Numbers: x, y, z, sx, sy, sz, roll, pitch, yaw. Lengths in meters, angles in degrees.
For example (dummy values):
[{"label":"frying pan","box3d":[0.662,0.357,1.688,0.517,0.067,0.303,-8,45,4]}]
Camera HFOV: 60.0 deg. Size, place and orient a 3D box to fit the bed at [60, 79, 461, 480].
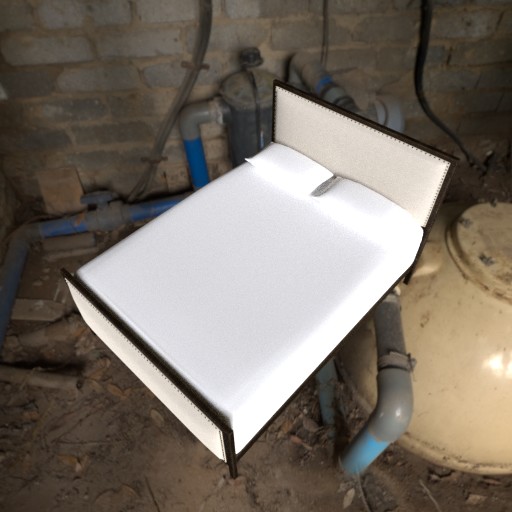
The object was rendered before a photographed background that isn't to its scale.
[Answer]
[{"label":"bed","box3d":[0.000,0.000,3.216,1.607,1.313,2.221,35,57,27]}]
